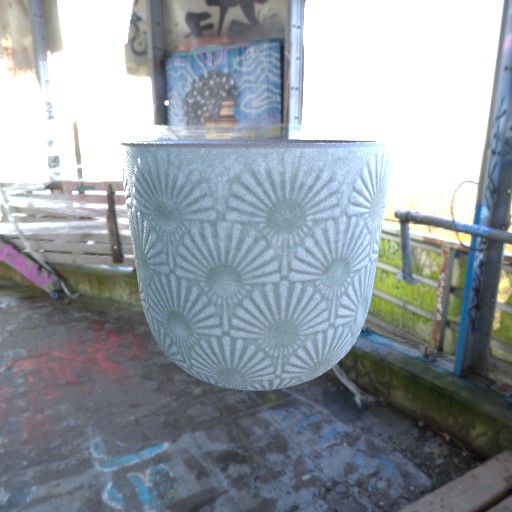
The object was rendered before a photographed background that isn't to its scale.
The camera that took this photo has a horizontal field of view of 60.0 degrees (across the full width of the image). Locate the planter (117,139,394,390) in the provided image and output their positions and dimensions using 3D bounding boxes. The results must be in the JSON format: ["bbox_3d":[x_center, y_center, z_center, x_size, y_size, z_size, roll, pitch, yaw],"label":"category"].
[{"bbox_3d":[0.000,0.000,0.302,0.170,0.152,0.170,0,15,0],"label":"planter"}]
